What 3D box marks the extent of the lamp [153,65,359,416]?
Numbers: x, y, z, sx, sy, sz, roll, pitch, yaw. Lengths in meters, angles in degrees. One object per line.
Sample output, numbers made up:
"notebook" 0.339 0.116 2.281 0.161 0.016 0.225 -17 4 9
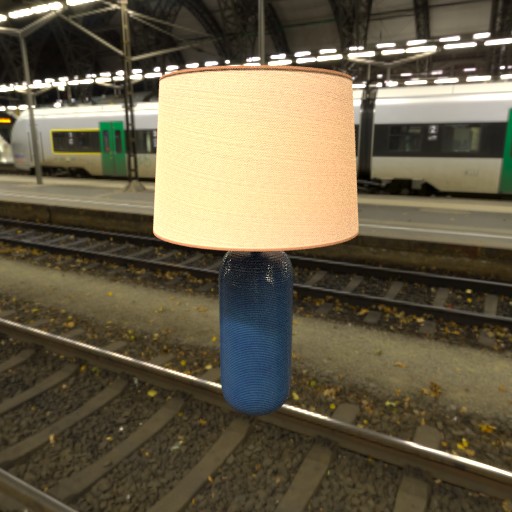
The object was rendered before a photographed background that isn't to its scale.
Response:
"lamp" 0.000 0.000 0.825 0.367 0.609 0.367 0 14 0
